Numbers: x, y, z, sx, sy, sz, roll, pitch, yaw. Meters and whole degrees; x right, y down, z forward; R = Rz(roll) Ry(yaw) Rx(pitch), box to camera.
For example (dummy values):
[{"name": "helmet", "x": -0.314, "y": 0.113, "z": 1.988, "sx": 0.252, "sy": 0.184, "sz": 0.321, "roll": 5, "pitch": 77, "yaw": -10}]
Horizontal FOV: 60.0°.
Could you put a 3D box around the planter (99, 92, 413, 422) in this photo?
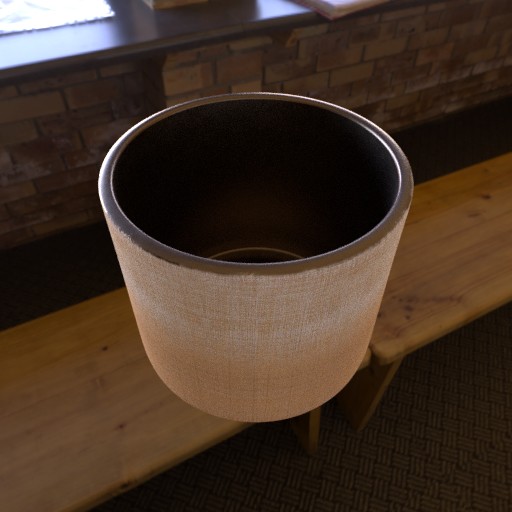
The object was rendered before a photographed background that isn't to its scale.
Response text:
[{"name": "planter", "x": 0.000, "y": 0.000, "z": 0.437, "sx": 0.254, "sy": 0.221, "sz": 0.254, "roll": 0, "pitch": 45, "yaw": 0}]
